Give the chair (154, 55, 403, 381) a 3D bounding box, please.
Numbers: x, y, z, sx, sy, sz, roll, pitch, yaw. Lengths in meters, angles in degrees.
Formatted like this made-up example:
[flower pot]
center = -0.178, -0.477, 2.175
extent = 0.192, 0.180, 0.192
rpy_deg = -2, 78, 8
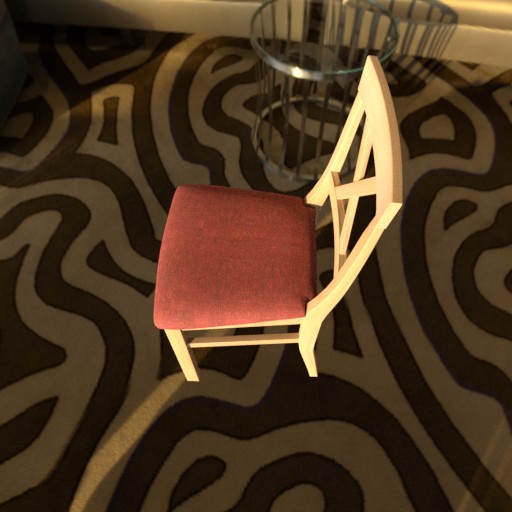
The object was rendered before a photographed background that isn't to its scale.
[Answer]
[chair]
center = 0.000, 0.000, 1.160
extent = 0.492, 0.912, 0.439
rpy_deg = 2, 58, 1
